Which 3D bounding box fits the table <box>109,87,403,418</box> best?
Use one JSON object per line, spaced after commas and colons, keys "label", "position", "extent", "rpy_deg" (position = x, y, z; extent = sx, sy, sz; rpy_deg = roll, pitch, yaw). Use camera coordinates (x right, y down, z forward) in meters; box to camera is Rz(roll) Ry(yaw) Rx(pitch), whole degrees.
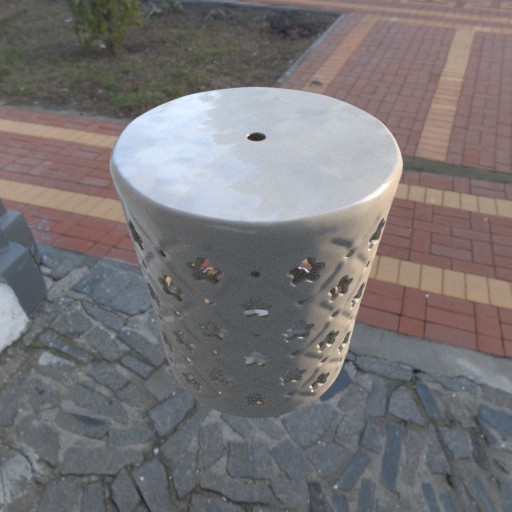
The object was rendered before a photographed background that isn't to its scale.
{"label": "table", "position": [0.000, 0.000, 0.665], "extent": [0.352, 0.387, 0.352], "rpy_deg": [0, 41, 0]}
